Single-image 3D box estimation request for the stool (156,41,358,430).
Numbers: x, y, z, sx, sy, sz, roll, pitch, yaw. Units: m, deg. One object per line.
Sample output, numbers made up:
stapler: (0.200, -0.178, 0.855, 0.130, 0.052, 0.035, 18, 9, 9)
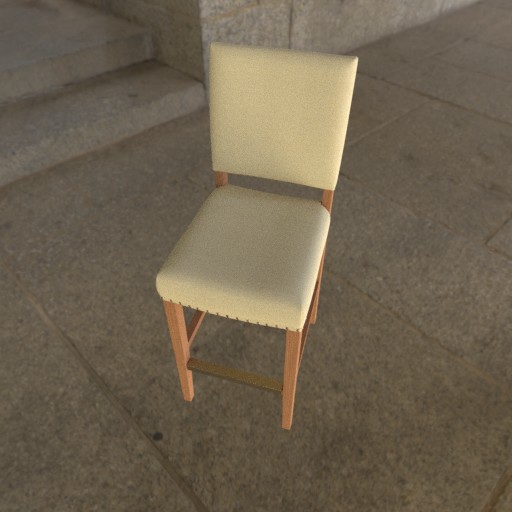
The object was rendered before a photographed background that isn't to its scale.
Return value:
stool: (0.000, 0.000, 1.491, 0.445, 1.168, 0.584, 12, 45, 12)
